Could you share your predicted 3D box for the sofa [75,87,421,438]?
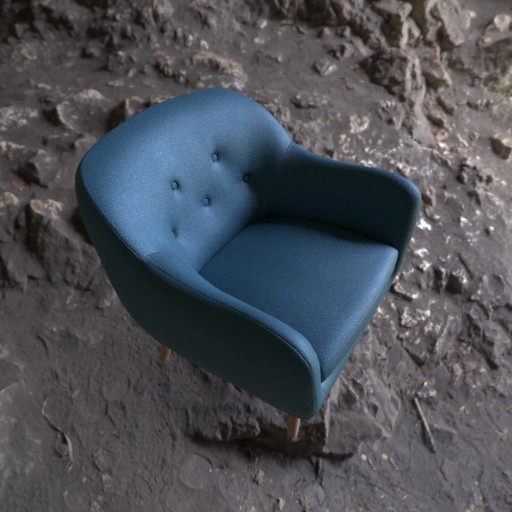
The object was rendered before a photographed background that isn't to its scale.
[{"bbox_3d":[0.000,0.000,1.458,0.825,0.817,0.836,23,46,24],"label":"sofa"}]
